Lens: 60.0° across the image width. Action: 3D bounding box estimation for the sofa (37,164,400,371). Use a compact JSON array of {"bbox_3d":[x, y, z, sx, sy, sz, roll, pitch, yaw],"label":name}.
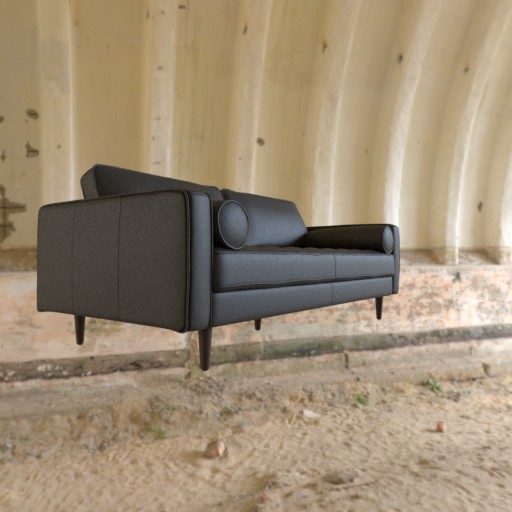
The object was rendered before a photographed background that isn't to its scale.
[{"bbox_3d":[0.000,0.000,2.305,0.921,0.770,1.879,0,0,37],"label":"sofa"}]
